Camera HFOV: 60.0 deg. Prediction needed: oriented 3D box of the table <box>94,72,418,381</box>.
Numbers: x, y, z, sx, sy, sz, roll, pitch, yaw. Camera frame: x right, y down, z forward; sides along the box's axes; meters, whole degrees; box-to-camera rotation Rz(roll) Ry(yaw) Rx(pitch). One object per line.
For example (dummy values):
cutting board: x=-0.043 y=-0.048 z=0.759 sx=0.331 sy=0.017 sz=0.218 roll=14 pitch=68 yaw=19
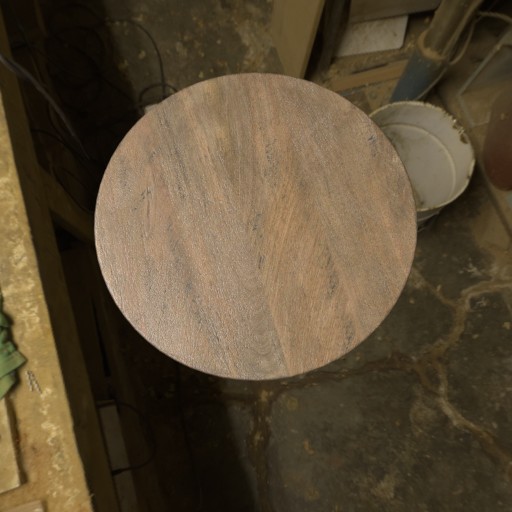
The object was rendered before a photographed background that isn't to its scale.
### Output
table: x=0.000 y=0.000 z=0.775 sx=0.405 sy=0.454 sz=0.405 roll=0 pitch=76 yaw=0
